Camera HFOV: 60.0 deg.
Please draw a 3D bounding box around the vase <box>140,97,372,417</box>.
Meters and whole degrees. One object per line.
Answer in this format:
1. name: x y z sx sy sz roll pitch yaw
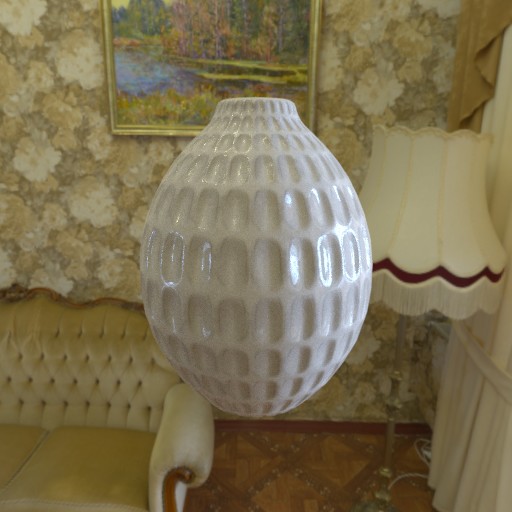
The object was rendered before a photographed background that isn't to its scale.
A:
1. vase: 0.000 0.000 0.251 0.128 0.167 0.128 0 15 0
